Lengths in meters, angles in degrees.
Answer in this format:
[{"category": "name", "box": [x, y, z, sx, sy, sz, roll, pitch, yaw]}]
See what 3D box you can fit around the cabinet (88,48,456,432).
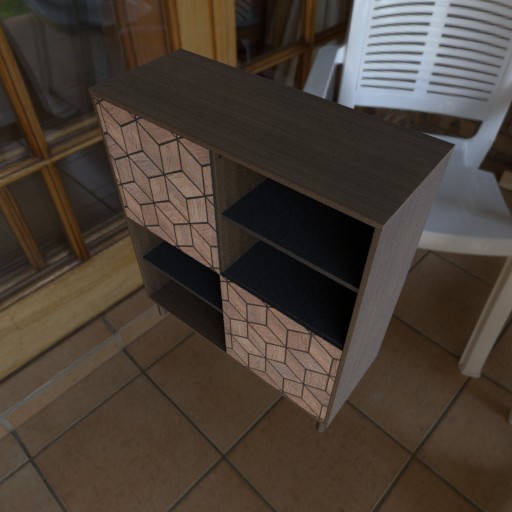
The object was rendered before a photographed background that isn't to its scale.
[{"category": "cabinet", "box": [0.000, 0.000, 1.685, 1.010, 1.170, 0.400, 30, 53, 26]}]
